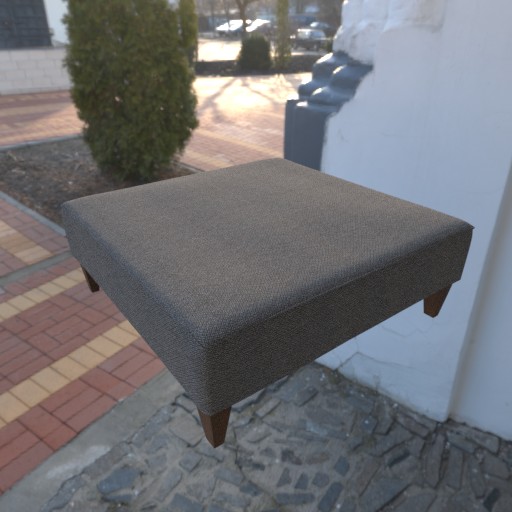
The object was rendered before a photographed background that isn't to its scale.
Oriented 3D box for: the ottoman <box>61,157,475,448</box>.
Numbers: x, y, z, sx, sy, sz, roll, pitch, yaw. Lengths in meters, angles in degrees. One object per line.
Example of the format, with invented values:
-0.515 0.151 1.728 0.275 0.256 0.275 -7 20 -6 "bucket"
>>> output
0.000 0.000 1.509 0.981 0.378 0.970 -19 33 -32 "ottoman"
